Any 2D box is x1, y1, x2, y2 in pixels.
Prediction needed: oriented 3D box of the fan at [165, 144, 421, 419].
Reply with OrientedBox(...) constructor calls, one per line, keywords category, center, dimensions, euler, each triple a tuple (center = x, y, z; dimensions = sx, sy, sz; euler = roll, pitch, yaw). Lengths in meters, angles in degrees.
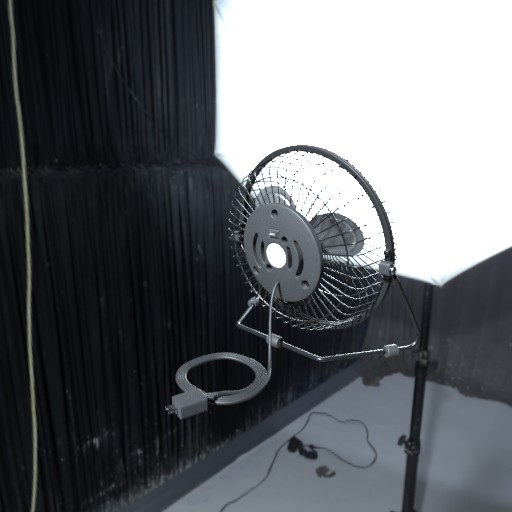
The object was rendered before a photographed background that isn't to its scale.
OrientedBox(category="fan", center=(0.000, 0.000, 0.385), dimensions=(0.227, 0.188, 0.209), euler=(-14, 20, -43))
